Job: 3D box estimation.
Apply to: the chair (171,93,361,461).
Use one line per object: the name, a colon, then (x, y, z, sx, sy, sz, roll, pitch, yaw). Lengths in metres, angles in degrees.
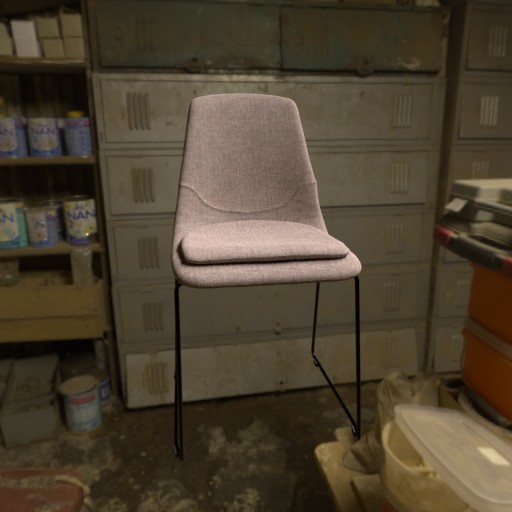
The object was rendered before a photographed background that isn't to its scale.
chair: (0.000, 0.000, 1.190, 0.479, 0.858, 0.518, -3, 16, -9)
